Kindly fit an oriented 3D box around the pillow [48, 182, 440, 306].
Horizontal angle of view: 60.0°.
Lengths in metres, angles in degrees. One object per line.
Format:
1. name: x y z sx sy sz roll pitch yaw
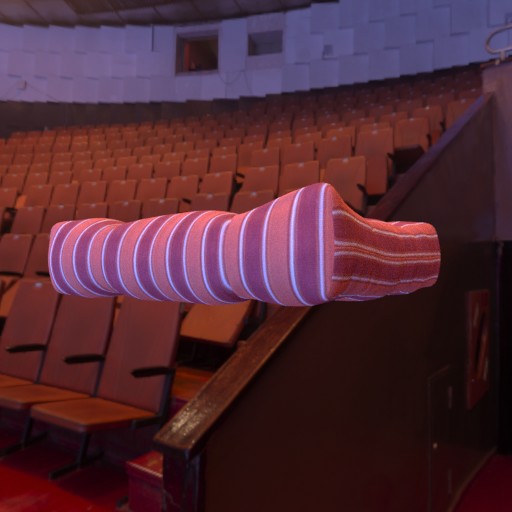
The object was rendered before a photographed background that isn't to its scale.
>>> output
1. pillow: 0.000 0.000 0.731 0.490 0.133 0.468 -1 -2 35
